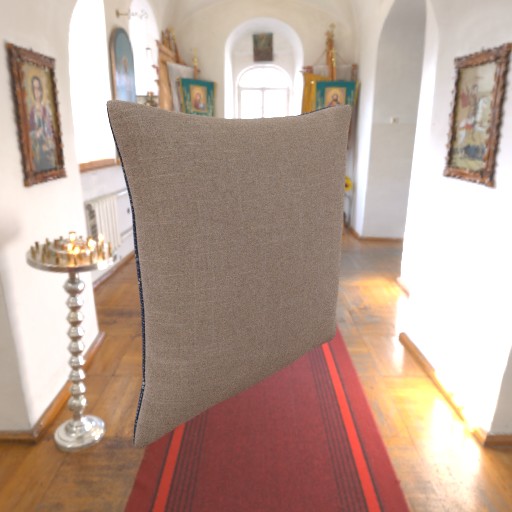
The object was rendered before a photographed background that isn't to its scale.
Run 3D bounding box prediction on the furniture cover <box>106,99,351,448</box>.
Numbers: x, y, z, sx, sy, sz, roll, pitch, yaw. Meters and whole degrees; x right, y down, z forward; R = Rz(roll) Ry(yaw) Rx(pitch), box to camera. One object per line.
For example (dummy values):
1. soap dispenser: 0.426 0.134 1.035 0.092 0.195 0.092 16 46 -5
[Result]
1. furniture cover: 0.000 0.000 0.766 0.511 0.503 0.162 -17 24 -42
